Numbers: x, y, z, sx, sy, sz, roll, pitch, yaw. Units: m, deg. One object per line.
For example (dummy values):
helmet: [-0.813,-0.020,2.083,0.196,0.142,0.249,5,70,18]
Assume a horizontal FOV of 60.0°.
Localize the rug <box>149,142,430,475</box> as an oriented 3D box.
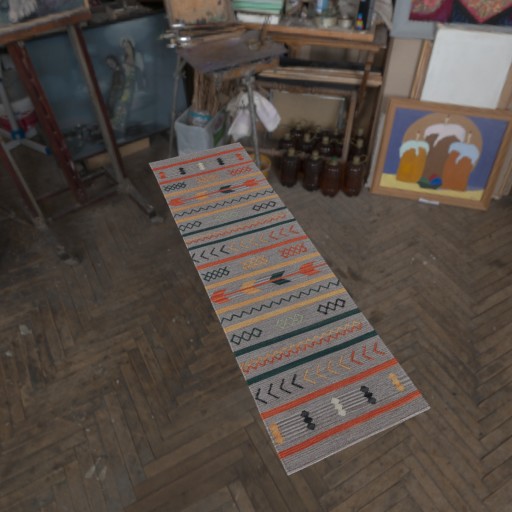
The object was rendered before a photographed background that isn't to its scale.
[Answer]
rug: [0.000,0.000,2.715,0.744,0.022,2.419,-17,49,-16]
